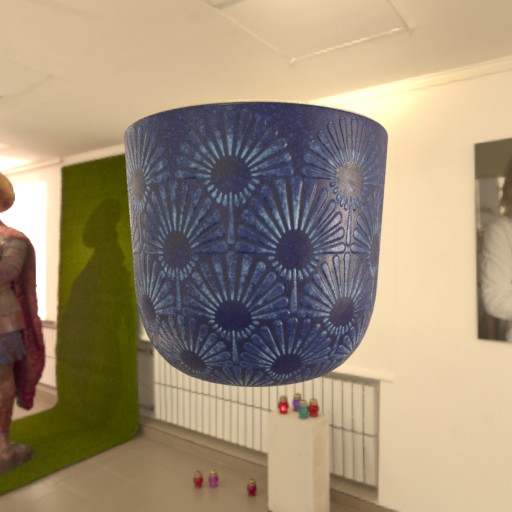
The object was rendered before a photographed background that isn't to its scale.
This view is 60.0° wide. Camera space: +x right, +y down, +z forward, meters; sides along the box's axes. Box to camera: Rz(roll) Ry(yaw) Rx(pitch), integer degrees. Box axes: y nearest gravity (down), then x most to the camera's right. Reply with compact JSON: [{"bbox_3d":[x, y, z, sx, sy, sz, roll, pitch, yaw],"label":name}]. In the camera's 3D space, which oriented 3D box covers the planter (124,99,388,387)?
[{"bbox_3d":[0.000,0.000,0.297,0.170,0.153,0.170,0,0,0],"label":"planter"}]
